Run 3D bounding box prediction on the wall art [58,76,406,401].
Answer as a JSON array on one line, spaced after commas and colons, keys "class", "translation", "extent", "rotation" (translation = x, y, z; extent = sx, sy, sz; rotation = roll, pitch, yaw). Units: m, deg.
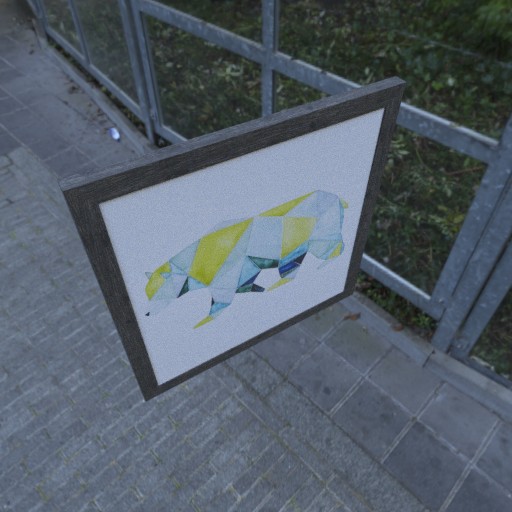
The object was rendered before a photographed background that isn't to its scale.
[{"class": "wall art", "translation": [0.000, 0.000, 0.693], "extent": [0.462, 0.459, 0.027], "rotation": [-24, 51, -21]}]
